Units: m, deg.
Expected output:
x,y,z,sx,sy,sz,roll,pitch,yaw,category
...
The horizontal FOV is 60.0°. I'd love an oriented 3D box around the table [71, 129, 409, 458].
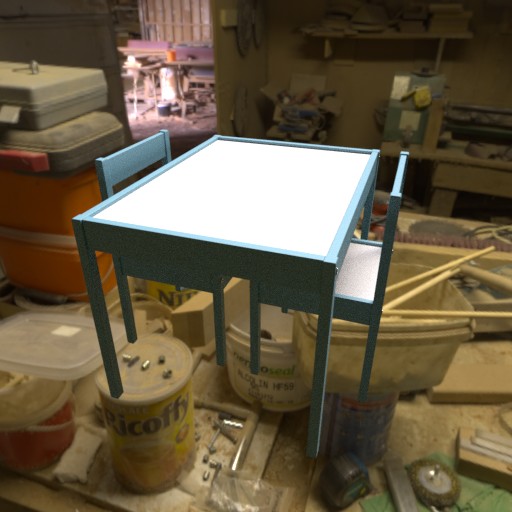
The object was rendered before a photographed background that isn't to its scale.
x,y,z,sx,sy,sz,roll,pitch,yaw,category
0.000,0.000,1.093,0.633,0.503,0.639,10,31,17,table
